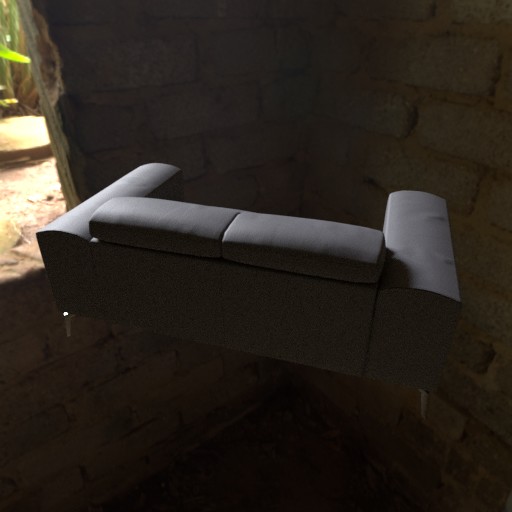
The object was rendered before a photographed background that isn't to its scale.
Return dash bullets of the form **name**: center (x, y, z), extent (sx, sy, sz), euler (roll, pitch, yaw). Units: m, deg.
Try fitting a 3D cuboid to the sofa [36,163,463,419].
- **sofa**: center (0.000, 0.000, 2.353), extent (1.895, 0.779, 1.003), euler (9, 32, 15)
